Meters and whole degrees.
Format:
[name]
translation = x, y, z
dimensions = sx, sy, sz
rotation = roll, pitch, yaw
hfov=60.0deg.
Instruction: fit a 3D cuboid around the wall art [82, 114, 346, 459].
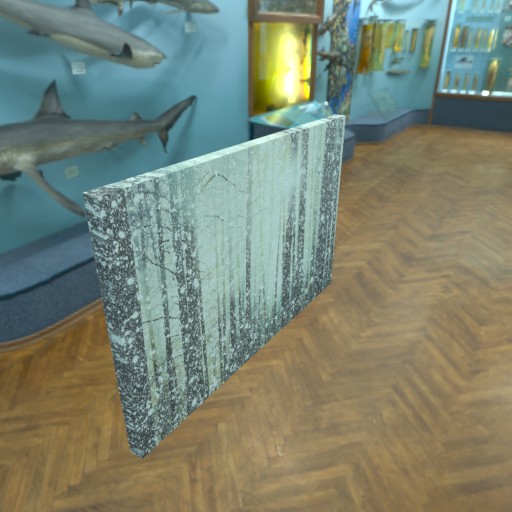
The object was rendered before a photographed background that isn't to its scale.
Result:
[wall art]
translation = 0.000, 0.000, 1.173
dimensions = 0.038, 0.598, 0.919
rotation = 17, 32, 31
